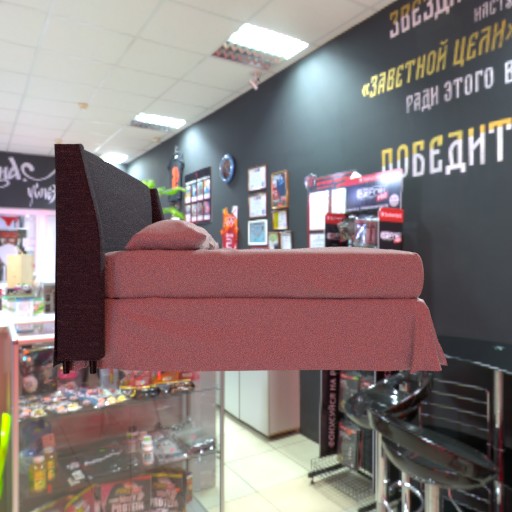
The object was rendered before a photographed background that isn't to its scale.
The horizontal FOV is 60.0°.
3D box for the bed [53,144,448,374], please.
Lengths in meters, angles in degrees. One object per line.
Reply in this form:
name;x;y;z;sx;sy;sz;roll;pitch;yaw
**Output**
bed;0.000;0.000;3.422;2.276;1.332;1.925;0;1;1
